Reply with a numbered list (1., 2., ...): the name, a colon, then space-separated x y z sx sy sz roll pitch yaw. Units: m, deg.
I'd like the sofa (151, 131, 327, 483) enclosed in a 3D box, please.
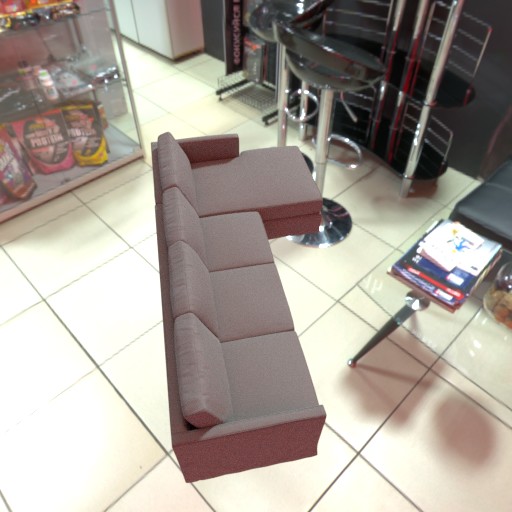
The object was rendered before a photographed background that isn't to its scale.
1. sofa: 0.000 0.000 3.855 1.622 0.867 3.177 -8 48 -8
